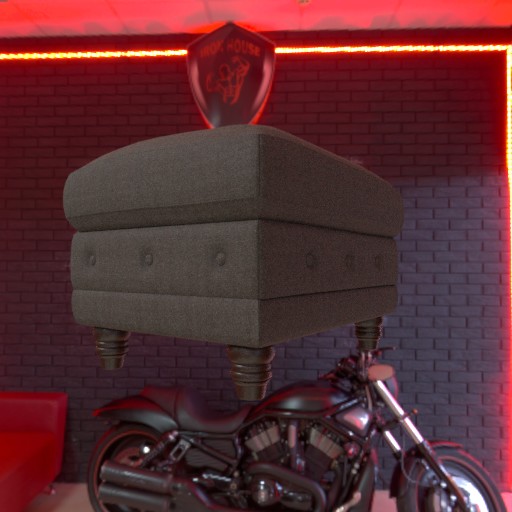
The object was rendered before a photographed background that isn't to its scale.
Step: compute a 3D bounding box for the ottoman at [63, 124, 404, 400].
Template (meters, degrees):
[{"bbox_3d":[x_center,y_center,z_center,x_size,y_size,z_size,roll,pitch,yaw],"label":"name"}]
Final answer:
[{"bbox_3d":[0.000,0.000,1.227,0.599,0.555,0.809,-1,-1,35],"label":"ottoman"}]
